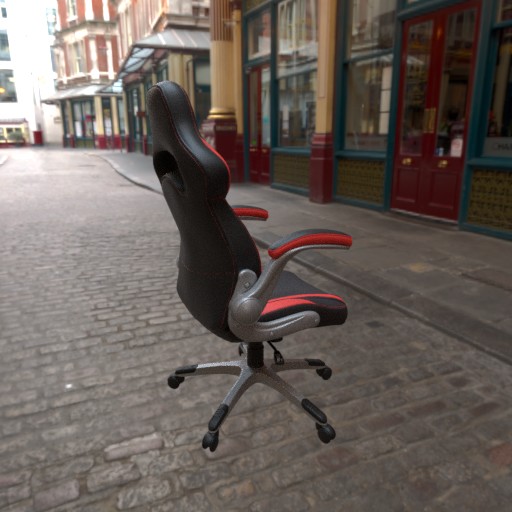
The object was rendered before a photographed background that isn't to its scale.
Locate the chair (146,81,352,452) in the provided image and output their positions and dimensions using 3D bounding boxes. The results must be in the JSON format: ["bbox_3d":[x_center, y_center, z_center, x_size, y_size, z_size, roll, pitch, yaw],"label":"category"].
[{"bbox_3d":[0.000,0.000,1.628,0.712,1.165,0.758,-7,16,-25],"label":"chair"}]
